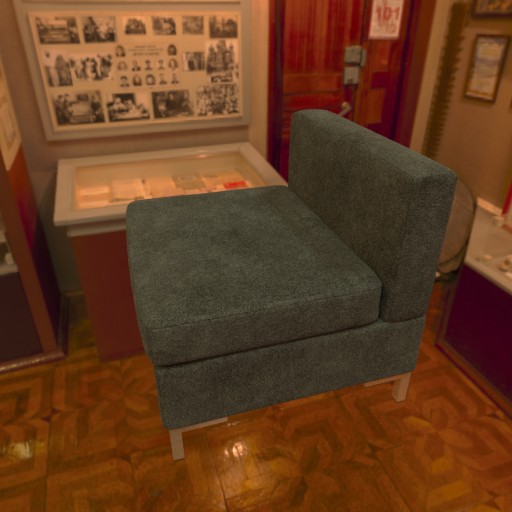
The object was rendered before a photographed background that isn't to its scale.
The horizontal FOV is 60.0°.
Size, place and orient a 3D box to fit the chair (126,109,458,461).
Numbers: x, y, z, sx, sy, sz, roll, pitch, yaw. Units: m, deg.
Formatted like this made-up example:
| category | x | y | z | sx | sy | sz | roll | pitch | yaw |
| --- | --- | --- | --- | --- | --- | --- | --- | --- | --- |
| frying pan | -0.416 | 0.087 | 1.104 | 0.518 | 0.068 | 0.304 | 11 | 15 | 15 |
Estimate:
| category | x | y | z | sx | sy | sz | roll | pitch | yaw |
| --- | --- | --- | --- | --- | --- | --- | --- | --- | --- |
| chair | 0.000 | 0.000 | 1.235 | 0.680 | 0.660 | 0.680 | -9 | 31 | -15 |
